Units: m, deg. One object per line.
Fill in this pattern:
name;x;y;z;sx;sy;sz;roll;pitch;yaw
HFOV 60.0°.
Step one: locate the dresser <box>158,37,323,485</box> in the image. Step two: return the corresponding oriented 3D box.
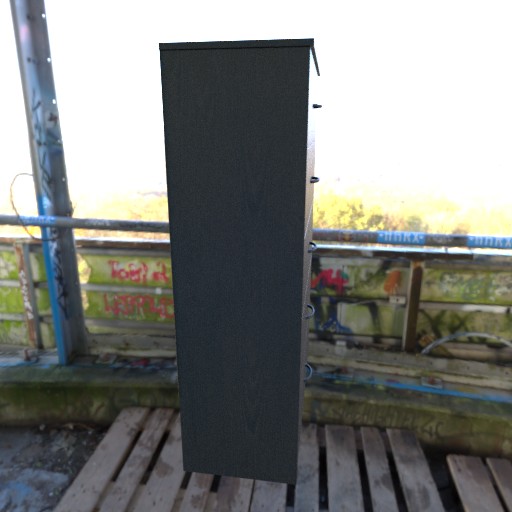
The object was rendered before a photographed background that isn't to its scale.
dresser;0.000;0.000;1.542;0.418;1.254;0.704;3;17;9
